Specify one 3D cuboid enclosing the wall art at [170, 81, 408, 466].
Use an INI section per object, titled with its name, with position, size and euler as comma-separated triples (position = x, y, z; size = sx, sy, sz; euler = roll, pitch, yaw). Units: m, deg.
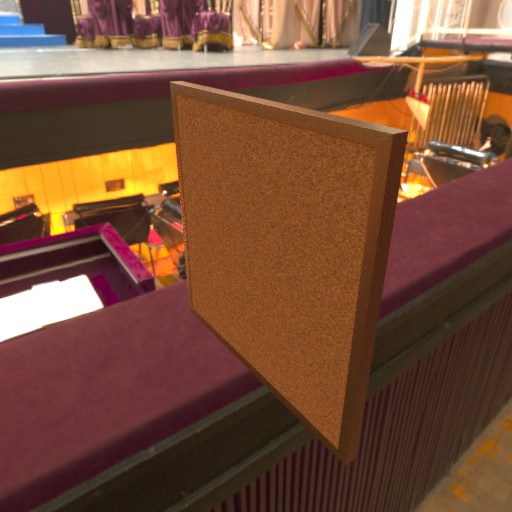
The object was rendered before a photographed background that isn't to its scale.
[wall art]
position = 0.000, 0.000, 1.137
size = 0.036, 0.765, 0.767
euler = -19, 33, -31
